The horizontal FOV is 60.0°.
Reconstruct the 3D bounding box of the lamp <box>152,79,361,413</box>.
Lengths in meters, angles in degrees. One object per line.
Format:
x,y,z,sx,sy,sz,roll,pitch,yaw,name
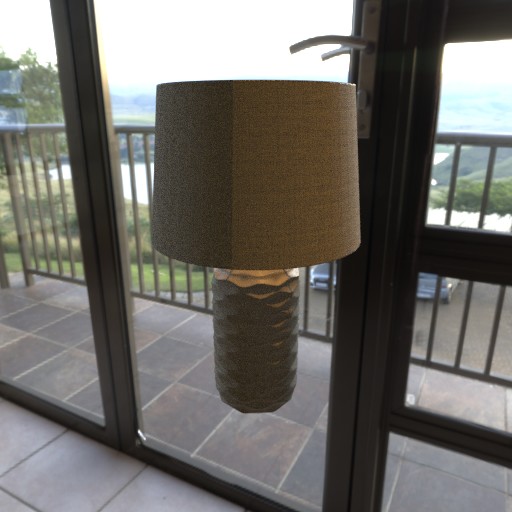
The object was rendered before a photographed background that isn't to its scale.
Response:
0.000,0.000,0.829,0.376,0.594,0.376,0,18,0,lamp
